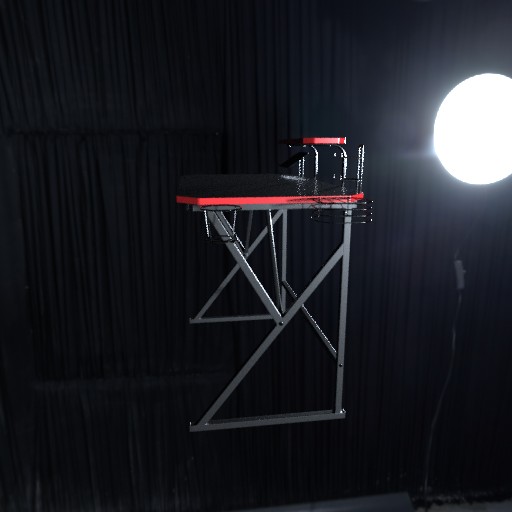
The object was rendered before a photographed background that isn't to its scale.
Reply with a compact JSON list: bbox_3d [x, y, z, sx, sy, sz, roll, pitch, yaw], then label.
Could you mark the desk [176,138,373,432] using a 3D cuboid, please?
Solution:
[{"bbox_3d":[0.000,0.000,1.788,0.588,0.913,1.280,-2,14,-8],"label":"desk"}]
